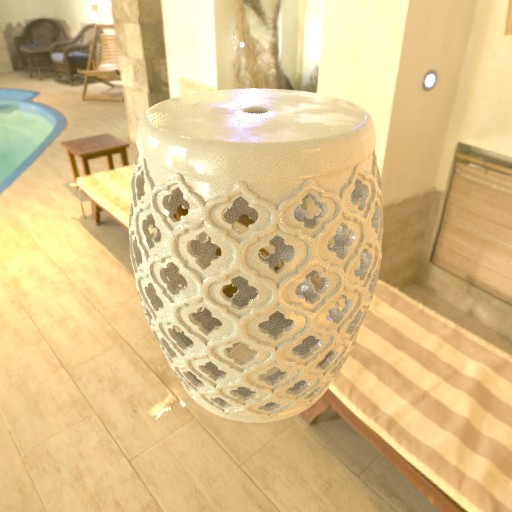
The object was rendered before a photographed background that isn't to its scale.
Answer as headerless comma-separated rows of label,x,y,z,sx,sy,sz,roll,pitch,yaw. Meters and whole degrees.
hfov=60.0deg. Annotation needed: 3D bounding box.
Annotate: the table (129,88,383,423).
table,0.000,0.000,0.604,0.325,0.388,0.325,0,32,0
